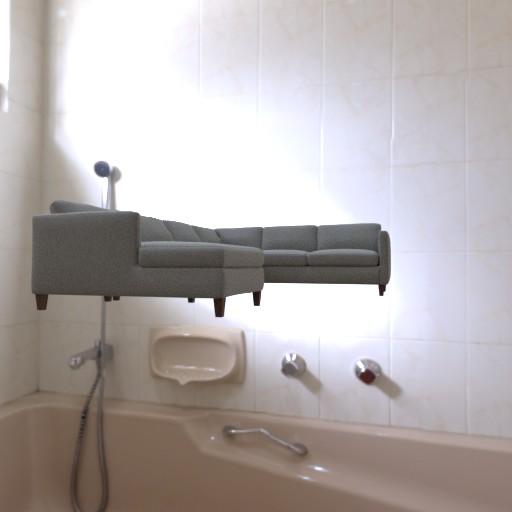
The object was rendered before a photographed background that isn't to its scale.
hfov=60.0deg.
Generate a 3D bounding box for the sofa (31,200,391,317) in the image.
[{"bbox_3d":[0.000,0.000,4.440,2.551,0.853,3.238,0,-1,18],"label":"sofa"}]
